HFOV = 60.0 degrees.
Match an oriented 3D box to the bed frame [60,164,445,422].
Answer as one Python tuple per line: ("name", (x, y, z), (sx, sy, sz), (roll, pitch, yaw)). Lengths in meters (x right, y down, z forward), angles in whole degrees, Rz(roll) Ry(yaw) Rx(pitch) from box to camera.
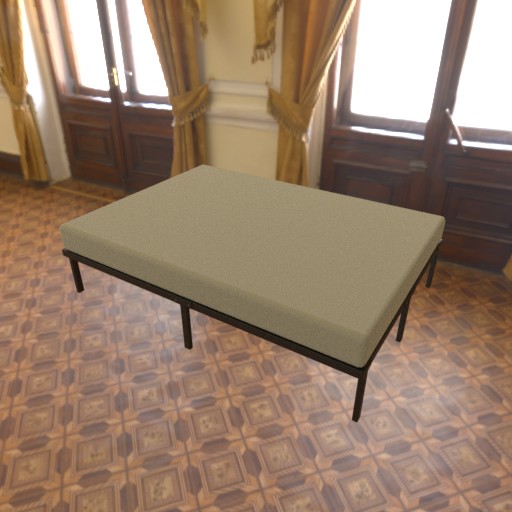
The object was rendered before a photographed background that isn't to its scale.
("bed frame", (0.000, 0.000, 3.818), (2.842, 0.680, 2.205), (22, 37, 34))
